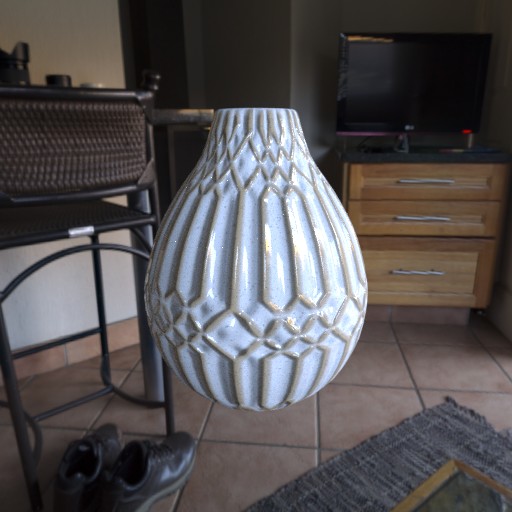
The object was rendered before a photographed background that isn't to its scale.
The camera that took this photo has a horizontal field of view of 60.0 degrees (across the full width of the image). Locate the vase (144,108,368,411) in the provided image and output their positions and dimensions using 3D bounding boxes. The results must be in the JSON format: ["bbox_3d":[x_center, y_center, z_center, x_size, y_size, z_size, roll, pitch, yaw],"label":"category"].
[{"bbox_3d":[0.000,0.000,0.319,0.159,0.200,0.159,0,16,0],"label":"vase"}]
